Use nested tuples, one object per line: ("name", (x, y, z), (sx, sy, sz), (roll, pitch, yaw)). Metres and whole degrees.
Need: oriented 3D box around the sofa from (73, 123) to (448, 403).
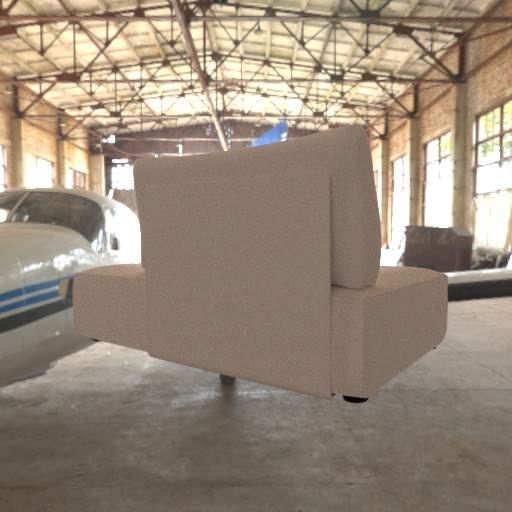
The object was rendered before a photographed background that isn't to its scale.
("sofa", (0.000, 0.000, 2.045), (1.450, 0.820, 1.000), (2, 3, 36))
